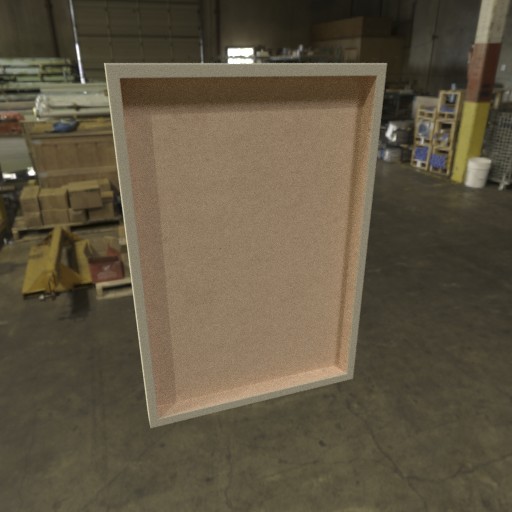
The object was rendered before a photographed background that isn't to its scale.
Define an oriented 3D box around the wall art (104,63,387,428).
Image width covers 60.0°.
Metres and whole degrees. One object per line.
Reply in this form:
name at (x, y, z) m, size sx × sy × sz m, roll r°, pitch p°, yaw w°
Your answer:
wall art at (0.000, 0.000, 0.763) m, size 0.418 × 0.608 × 0.038 m, roll -8°, pitch 25°, yaw -18°
